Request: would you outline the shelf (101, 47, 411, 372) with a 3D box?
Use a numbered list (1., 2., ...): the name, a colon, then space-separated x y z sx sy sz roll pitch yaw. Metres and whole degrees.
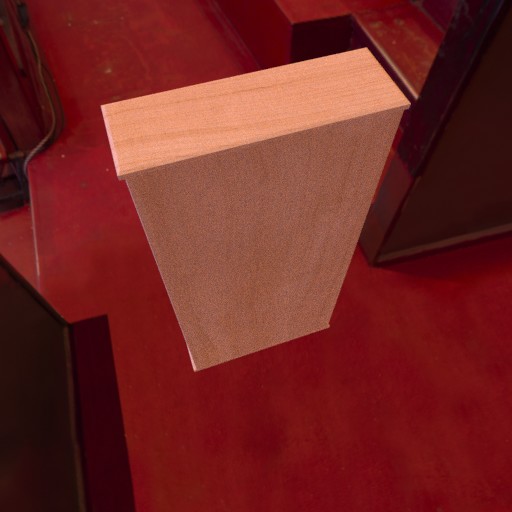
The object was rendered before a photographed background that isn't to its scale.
1. shelf: 0.000 0.000 1.219 0.520 1.030 0.175 -16 60 -10
